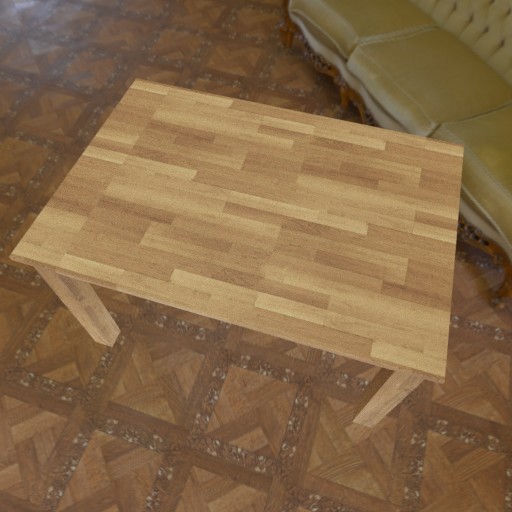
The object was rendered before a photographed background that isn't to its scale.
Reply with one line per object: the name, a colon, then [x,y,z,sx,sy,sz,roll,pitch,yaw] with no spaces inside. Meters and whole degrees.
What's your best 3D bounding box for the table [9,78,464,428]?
table: [0.000,0.000,1.796,1.300,0.750,0.900,15,59,9]
